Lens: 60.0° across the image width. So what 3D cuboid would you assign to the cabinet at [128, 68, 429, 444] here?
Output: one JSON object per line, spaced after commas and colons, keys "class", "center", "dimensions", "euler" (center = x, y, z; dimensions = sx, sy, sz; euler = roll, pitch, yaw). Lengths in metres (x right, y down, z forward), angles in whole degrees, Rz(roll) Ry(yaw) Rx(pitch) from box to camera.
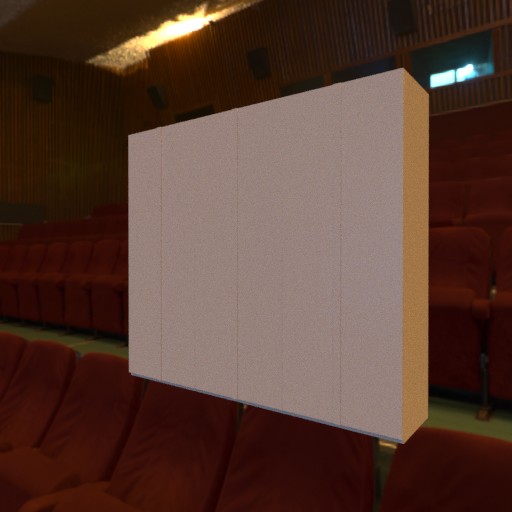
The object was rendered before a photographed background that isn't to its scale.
{"class": "cabinet", "center": [0.000, 0.000, 3.808], "dimensions": [2.700, 2.370, 0.590], "euler": [0, 1, 36]}
